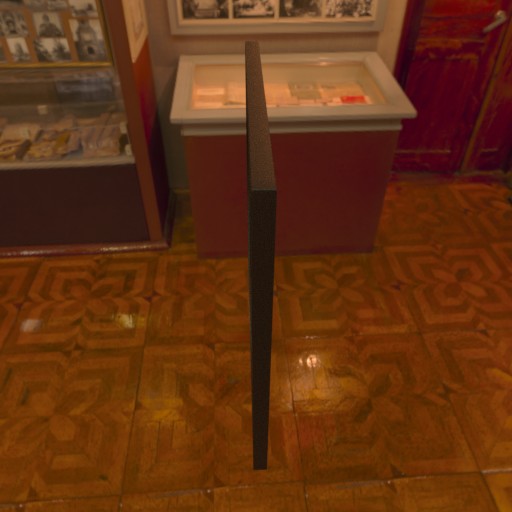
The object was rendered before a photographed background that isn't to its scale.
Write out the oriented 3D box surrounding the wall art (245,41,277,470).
[{"bbox_3d":[0.000,0.000,0.688,0.021,0.509,0.430,-1,40,-1],"label":"wall art"}]
